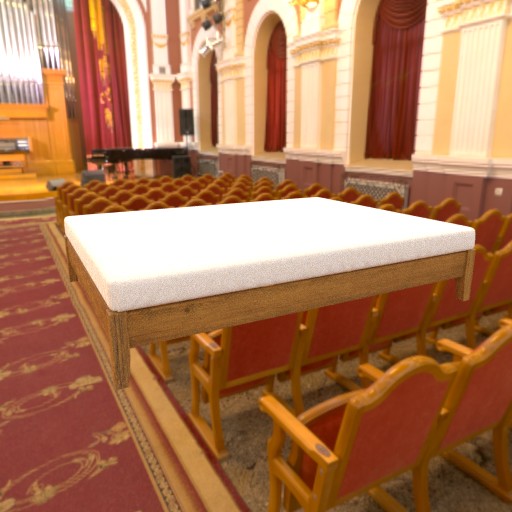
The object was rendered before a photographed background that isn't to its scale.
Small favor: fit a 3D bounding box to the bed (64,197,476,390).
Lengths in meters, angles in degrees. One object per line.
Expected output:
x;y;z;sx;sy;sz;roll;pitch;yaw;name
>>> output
0.000;0.000;2.719;2.016;0.431;1.536;-8;17;-27;bed
